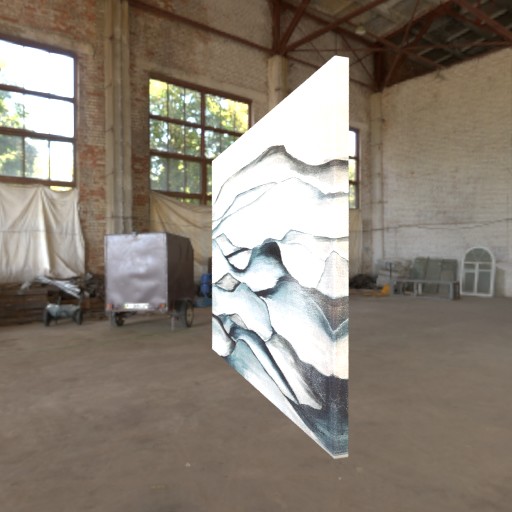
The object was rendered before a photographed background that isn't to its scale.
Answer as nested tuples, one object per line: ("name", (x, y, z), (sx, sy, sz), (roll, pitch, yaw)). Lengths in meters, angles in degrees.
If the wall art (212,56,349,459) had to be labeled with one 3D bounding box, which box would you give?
("wall art", (0.000, 0.000, 1.585), (0.039, 0.915, 1.219), (0, 0, -19))
